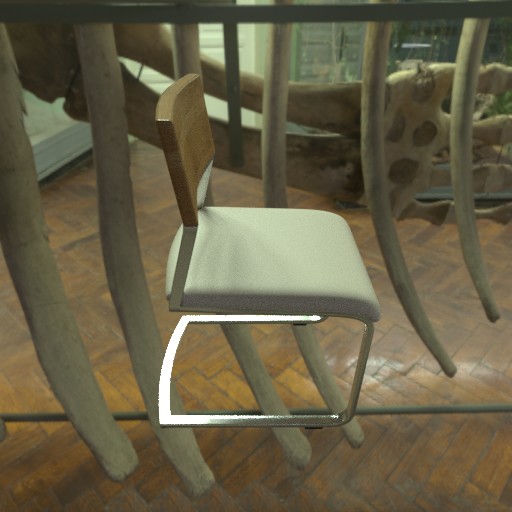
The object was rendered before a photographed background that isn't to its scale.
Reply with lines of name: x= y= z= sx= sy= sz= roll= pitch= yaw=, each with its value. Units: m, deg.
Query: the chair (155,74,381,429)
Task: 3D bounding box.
chair: x=0.000 y=0.000 z=1.192 sx=0.585 sy=0.844 sz=0.467 roll=0 pitch=32 yaw=0
